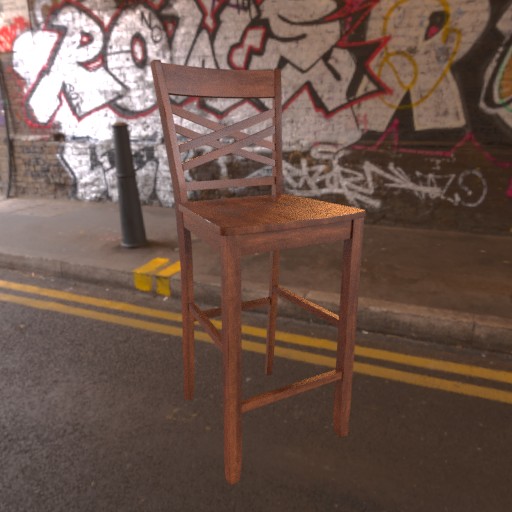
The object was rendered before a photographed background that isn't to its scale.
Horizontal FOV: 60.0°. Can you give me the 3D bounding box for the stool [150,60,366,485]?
[{"bbox_3d":[0.000,0.000,1.328,0.433,1.105,0.487,-9,19,-28],"label":"stool"}]
